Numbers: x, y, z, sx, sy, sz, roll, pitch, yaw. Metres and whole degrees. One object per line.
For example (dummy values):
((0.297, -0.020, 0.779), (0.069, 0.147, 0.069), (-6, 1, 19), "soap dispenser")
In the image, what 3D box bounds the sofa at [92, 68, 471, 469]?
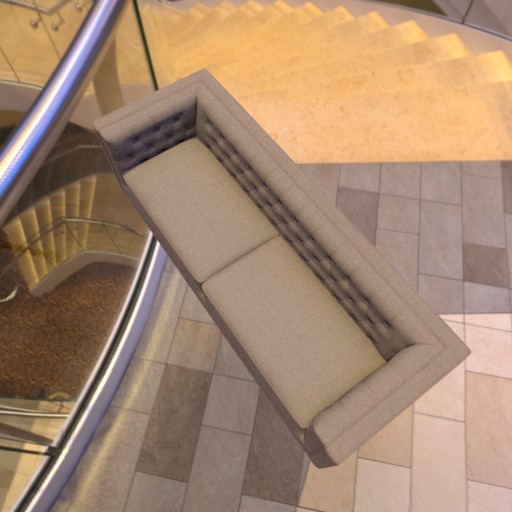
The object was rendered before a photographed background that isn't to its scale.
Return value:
((0.000, 0.000, 2.541), (0.775, 0.762, 2.159), (-32, 68, -15), "sofa")
